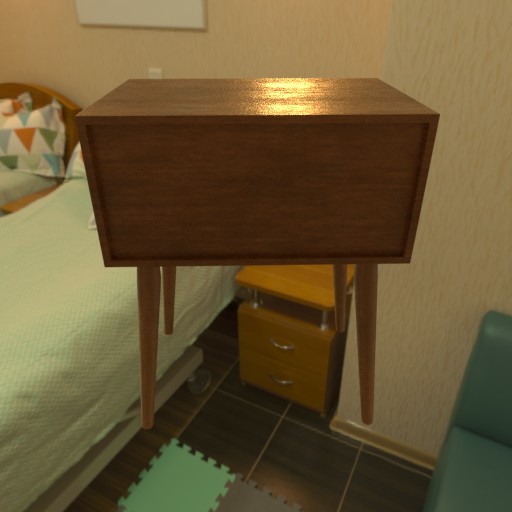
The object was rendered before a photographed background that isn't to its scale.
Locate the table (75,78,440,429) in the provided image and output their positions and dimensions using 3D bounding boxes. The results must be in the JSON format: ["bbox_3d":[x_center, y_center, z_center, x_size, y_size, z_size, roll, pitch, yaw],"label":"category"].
[{"bbox_3d":[0.000,0.000,0.828,0.454,0.580,0.307,-1,30,-1],"label":"table"}]
